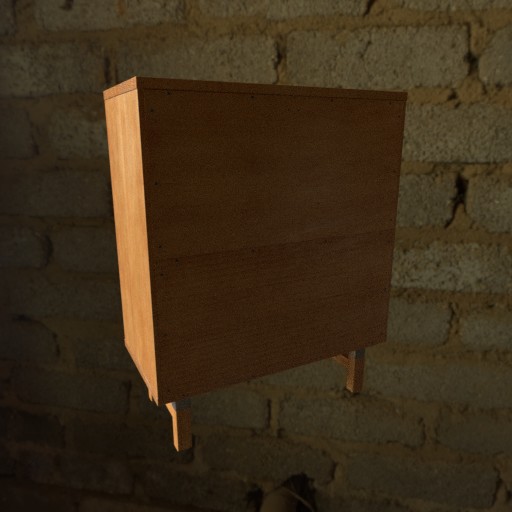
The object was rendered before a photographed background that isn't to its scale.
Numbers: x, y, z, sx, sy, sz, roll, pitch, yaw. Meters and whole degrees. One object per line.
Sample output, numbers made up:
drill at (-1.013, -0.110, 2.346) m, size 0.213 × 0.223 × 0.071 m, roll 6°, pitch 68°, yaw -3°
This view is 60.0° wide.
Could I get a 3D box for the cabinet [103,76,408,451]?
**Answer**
cabinet at (0.000, 0.000, 1.436) m, size 0.800 × 1.001 × 0.419 m, roll -8°, pitch 17°, yaw -27°
